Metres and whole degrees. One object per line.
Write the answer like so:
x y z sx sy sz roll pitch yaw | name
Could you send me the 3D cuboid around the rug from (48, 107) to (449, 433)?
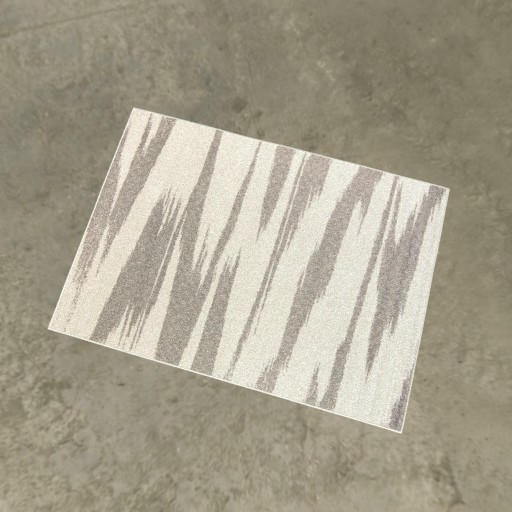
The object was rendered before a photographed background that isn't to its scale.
0.000 0.000 2.730 2.142 0.010 1.533 15 77 4 | rug
